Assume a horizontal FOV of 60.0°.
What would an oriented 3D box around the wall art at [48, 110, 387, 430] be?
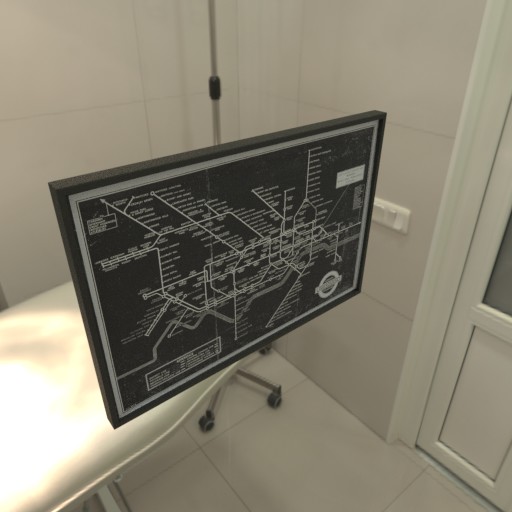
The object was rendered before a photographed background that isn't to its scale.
[{"bbox_3d":[0.000,0.000,0.570,0.443,0.301,0.021,-22,37,-33],"label":"wall art"}]
